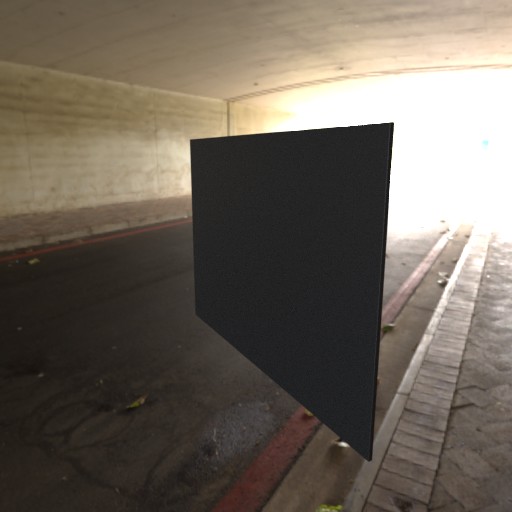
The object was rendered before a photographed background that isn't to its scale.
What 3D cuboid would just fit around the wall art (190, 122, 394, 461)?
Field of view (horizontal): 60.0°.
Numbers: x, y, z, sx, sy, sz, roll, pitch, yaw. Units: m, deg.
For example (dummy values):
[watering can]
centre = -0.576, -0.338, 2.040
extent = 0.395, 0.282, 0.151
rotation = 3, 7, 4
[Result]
[wall art]
centre = 0.000, 0.000, 1.523
extent = 0.013, 0.811, 1.192
rotation = -7, 14, -28
